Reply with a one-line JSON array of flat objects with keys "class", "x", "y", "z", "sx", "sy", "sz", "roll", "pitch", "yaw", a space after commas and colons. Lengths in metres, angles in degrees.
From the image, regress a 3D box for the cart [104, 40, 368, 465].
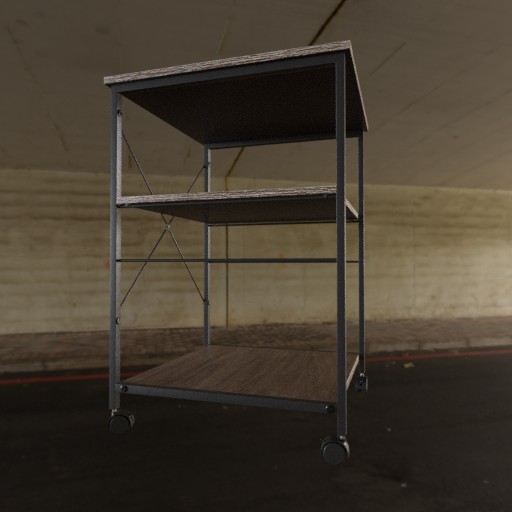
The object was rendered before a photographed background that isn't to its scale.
[{"class": "cart", "x": 0.000, "y": 0.000, "z": 1.114, "sx": 0.520, "sy": 0.762, "sz": 0.521, "roll": 0, "pitch": -1, "yaw": 18}]
